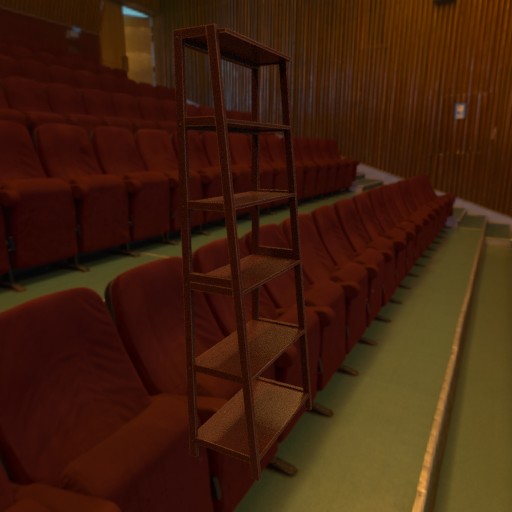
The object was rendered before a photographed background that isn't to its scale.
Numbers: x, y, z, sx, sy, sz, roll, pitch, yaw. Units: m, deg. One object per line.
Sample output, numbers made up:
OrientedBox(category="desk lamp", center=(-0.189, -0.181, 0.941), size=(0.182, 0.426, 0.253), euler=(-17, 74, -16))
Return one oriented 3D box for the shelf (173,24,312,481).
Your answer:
OrientedBox(category="shelf", center=(0.000, 0.000, 2.130), size=(0.381, 1.892, 0.660), euler=(7, 15, 27))
